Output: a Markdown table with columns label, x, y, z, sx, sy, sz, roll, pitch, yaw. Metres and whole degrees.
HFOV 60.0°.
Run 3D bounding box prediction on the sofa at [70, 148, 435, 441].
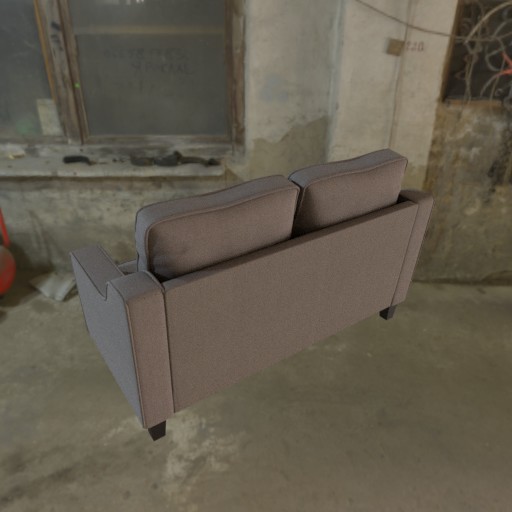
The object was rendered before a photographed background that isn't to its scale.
| label | x | y | z | sx | sy | sz | roll | pitch | yaw |
| --- | --- | --- | --- | --- | --- | --- | --- | --- | --- |
| sofa | 0.000 | 0.000 | 2.098 | 1.500 | 0.948 | 0.791 | -19 | 34 | -30 |
